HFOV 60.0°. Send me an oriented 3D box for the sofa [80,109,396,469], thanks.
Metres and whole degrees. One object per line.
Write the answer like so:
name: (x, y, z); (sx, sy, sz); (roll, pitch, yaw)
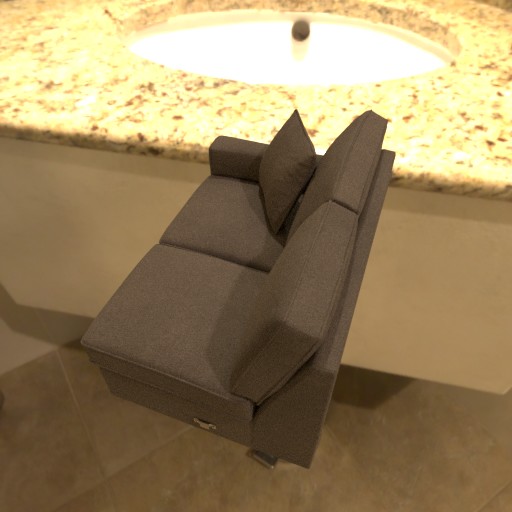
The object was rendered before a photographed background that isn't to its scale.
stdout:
sofa: (0.000, 0.000, 2.040); (0.991, 0.989, 1.388); (15, 48, 14)
